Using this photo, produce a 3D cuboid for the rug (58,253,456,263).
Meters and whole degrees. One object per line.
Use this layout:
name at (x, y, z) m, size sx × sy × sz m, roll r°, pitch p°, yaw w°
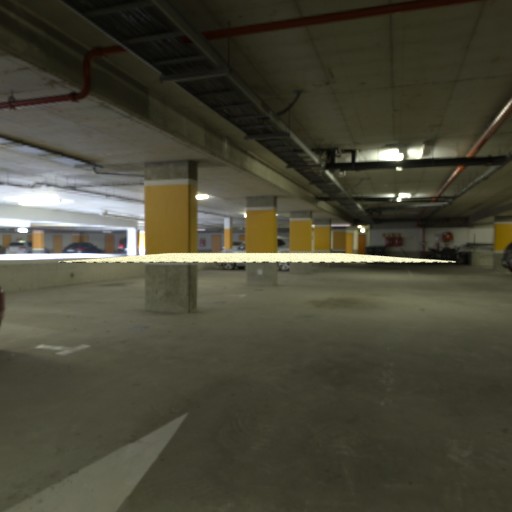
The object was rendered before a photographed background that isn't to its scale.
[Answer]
rug at (0.000, 0.000, 2.169) m, size 1.177 × 0.004 × 1.750 m, roll 0°, pitch 1°, yaw 0°
